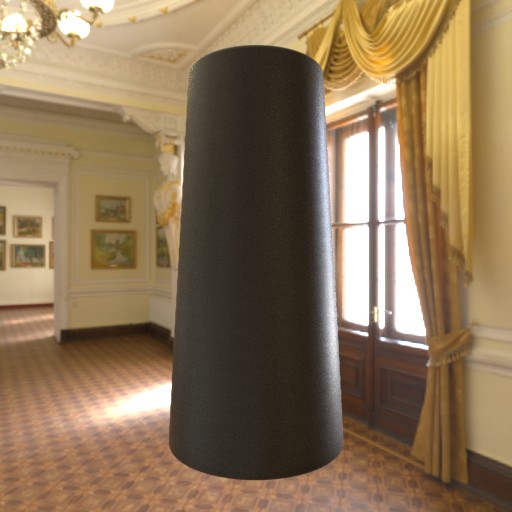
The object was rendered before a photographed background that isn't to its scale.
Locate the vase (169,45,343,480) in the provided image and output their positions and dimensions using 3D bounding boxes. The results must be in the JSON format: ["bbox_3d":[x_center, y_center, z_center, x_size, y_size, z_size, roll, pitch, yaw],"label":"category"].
[{"bbox_3d":[0.000,0.000,0.353,0.136,0.289,0.136,0,0,-19],"label":"vase"}]
